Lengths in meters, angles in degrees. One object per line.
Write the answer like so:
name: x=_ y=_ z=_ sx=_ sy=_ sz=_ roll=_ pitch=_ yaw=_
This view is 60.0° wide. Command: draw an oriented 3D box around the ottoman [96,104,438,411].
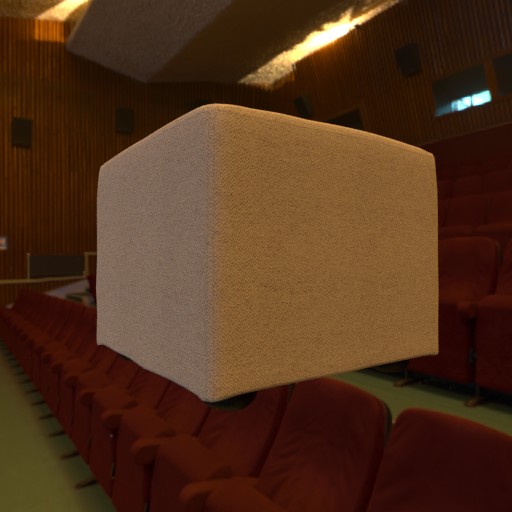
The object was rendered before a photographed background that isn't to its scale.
ottoman: x=0.000 y=0.000 z=0.912 sx=0.512 sy=0.453 sz=0.521 roll=0 pitch=-1 yaw=-35
